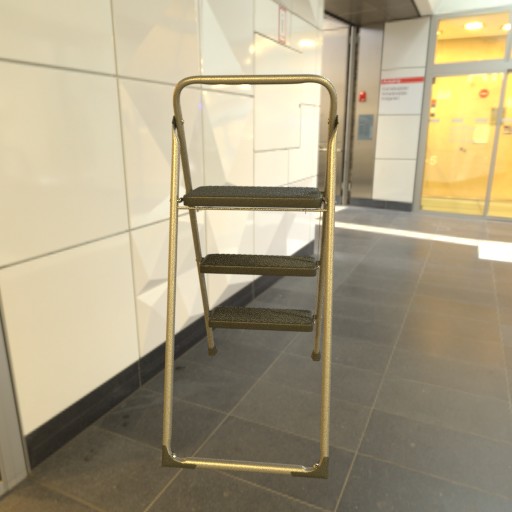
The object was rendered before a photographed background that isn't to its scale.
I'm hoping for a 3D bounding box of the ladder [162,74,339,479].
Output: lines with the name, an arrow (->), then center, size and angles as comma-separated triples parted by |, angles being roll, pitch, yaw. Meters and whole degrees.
ladder -> 0.000, 0.000, 1.263 | 0.430, 0.945, 0.629 | 2, 16, 6
